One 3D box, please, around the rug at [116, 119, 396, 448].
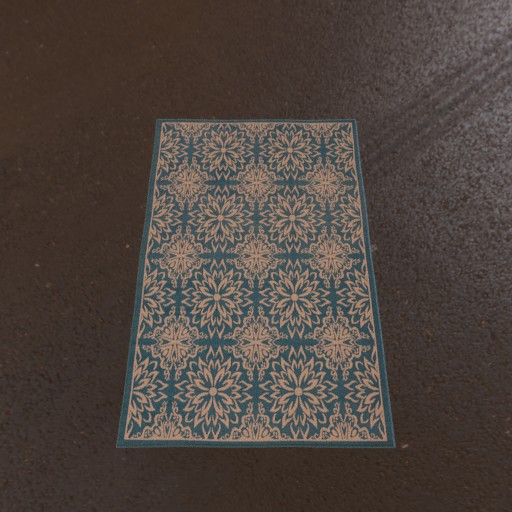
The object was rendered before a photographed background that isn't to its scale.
[{"bbox_3d":[0.000,0.000,2.306,1.211,0.012,1.833,0,65,0],"label":"rug"}]
